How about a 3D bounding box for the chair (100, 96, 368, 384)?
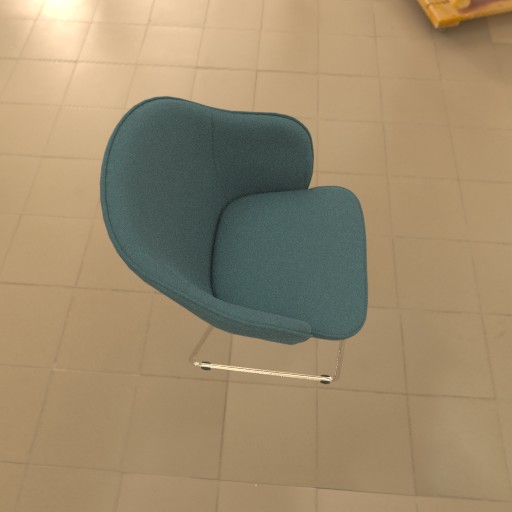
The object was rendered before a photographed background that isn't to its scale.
[{"bbox_3d":[0.000,0.000,1.198,0.585,0.815,0.570,3,63,2],"label":"chair"}]
